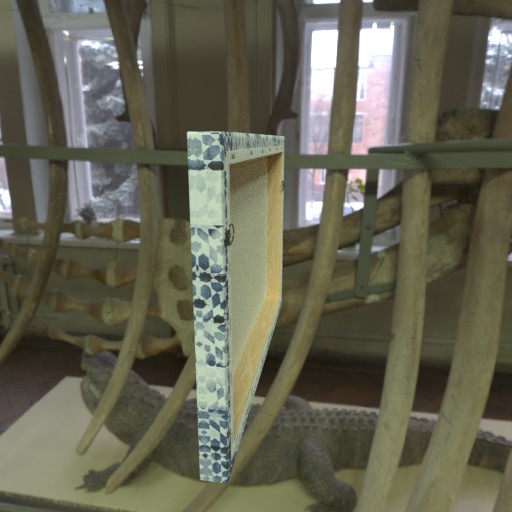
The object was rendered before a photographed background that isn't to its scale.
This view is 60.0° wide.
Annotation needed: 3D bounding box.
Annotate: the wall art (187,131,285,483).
[{"bbox_3d":[0.000,0.000,1.154,0.057,0.608,0.911,2,15,9],"label":"wall art"}]
